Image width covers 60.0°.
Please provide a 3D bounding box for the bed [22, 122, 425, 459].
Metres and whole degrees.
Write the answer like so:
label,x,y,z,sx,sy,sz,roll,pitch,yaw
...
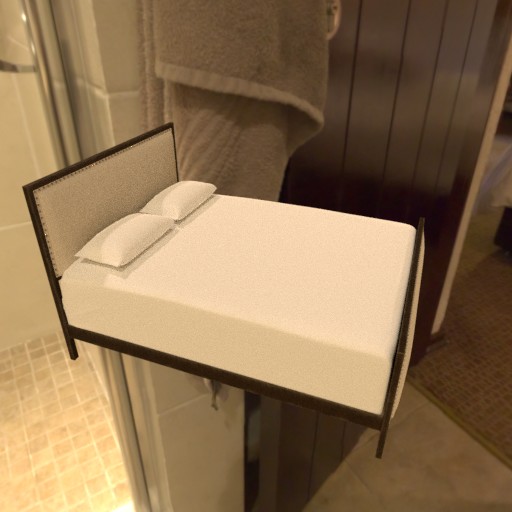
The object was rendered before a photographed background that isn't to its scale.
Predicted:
label,x,y,z,sx,sy,sz,roll,pitch,yaw
bed,0.000,0.000,3.136,2.221,1.313,1.607,11,32,18
